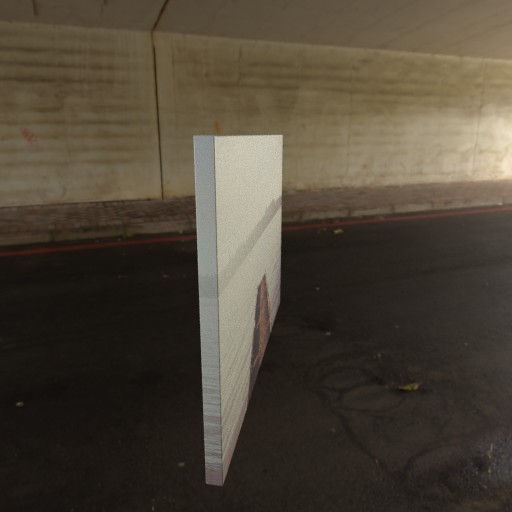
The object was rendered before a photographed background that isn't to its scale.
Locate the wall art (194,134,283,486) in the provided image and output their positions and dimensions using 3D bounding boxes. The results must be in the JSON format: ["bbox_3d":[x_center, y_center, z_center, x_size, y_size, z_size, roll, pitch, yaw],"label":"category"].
[{"bbox_3d":[0.000,0.000,0.775,0.021,0.410,0.615,3,16,9],"label":"wall art"}]
